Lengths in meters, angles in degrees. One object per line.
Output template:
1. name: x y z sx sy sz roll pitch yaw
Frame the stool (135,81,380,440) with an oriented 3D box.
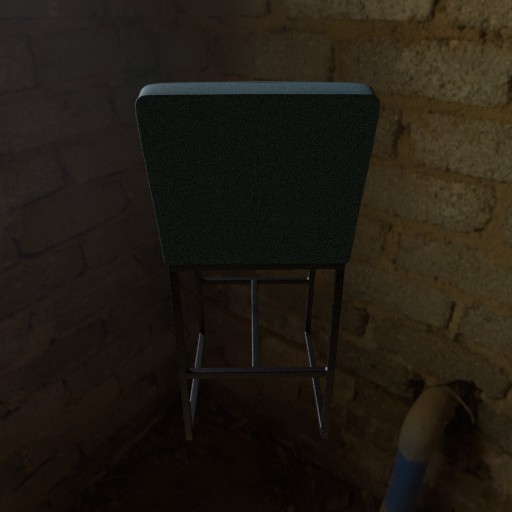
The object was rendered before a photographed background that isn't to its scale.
1. stool: 0.000 0.000 1.295 0.460 1.040 0.560 0 31 -1
